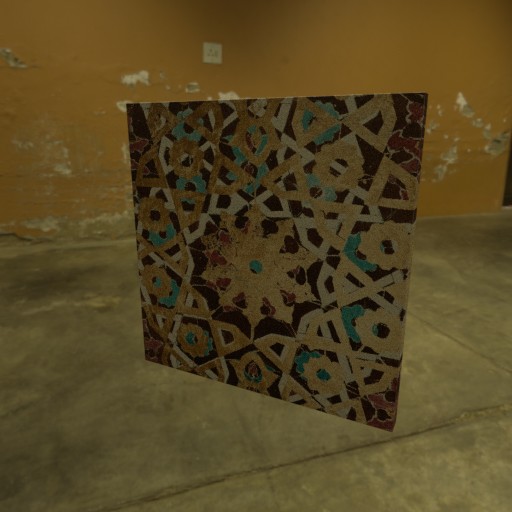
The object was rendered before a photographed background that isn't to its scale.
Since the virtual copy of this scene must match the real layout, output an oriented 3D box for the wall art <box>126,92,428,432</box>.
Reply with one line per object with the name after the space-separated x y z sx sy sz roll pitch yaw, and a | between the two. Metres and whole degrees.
0.000 0.000 0.918 0.609 0.613 0.041 8 17 26 | wall art
